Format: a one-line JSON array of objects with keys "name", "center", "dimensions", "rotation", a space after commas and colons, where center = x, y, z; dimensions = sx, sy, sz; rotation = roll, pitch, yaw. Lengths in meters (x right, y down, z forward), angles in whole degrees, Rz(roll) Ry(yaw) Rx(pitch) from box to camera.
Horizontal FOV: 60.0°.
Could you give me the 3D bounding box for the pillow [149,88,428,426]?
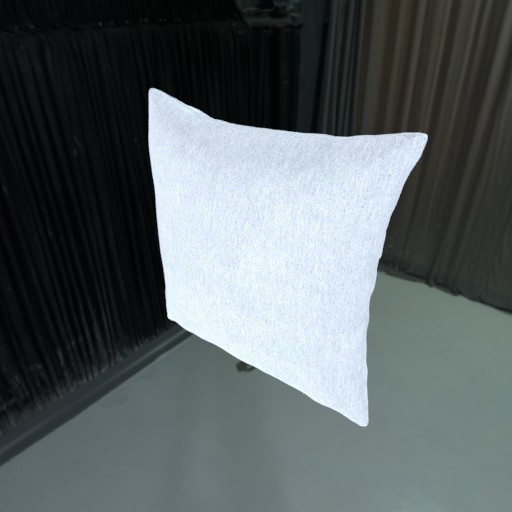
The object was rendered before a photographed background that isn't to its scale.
[{"name": "pillow", "center": [0.000, 0.000, 0.672], "dimensions": [0.433, 0.436, 0.173], "rotation": [22, 37, 32]}]
